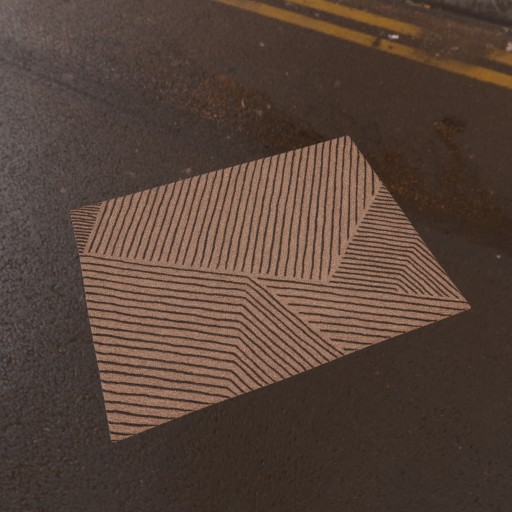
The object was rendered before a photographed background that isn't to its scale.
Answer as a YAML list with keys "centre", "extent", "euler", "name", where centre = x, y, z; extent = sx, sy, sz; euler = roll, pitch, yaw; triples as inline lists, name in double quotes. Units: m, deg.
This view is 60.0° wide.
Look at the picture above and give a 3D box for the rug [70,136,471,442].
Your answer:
- centre: [0.000, 0.000, 3.243]
  extent: [2.449, 0.028, 1.829]
  euler: [-17, 58, -11]
  name: "rug"
